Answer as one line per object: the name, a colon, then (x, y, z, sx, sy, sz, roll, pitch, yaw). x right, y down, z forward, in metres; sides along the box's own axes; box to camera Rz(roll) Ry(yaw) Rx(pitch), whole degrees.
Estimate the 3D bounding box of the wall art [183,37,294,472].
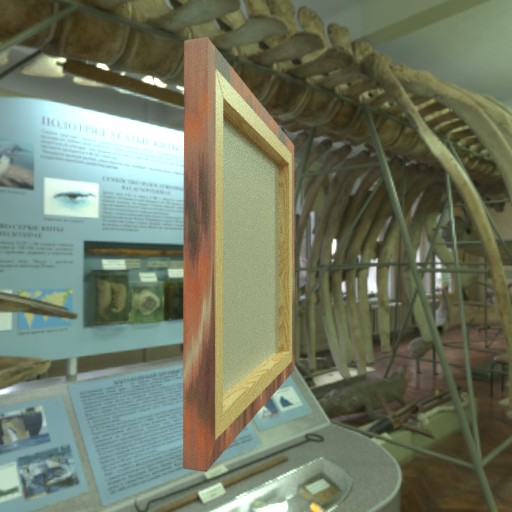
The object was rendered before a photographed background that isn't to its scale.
wall art: (0.000, 0.000, 0.912, 0.037, 0.609, 0.603, 0, -1, 17)
